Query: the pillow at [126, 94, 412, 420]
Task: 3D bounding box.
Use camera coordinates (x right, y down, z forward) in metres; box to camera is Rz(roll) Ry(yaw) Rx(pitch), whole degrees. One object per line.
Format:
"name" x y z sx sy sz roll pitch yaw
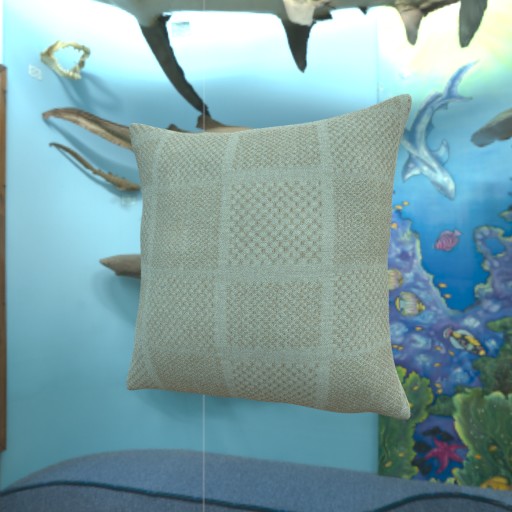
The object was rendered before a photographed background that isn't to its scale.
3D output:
"pillow" 0.000 0.000 0.656 0.436 0.432 0.138 0 0 18
